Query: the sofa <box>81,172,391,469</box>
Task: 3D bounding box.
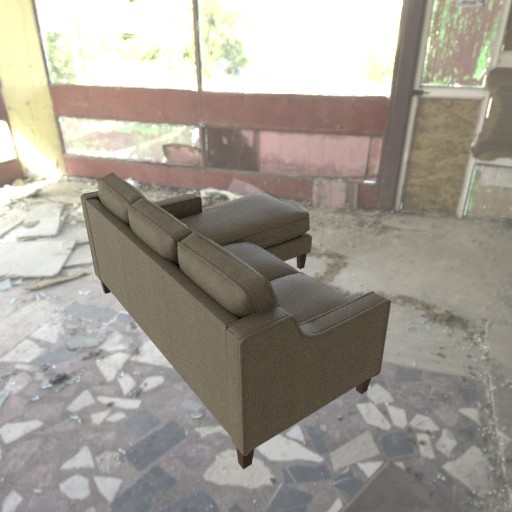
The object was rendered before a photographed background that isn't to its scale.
[{"bbox_3d":[0.000,0.000,3.353,1.858,1.081,2.317,-18,32,-32],"label":"sofa"}]
